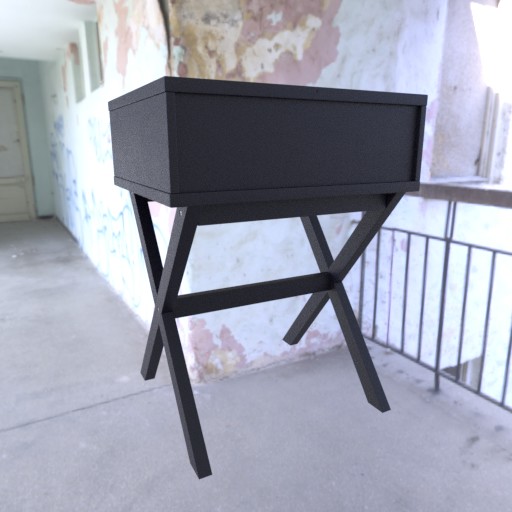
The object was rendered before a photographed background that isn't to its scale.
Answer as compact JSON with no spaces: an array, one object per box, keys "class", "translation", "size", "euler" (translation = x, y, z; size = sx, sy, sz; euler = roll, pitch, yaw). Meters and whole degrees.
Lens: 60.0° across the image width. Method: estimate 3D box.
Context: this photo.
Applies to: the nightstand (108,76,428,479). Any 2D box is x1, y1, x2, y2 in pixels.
[{"class":"nightstand","translation":[0.000,0.000,0.925],"size":[0.479,0.623,0.402],"euler":[-7,16,-27]}]
